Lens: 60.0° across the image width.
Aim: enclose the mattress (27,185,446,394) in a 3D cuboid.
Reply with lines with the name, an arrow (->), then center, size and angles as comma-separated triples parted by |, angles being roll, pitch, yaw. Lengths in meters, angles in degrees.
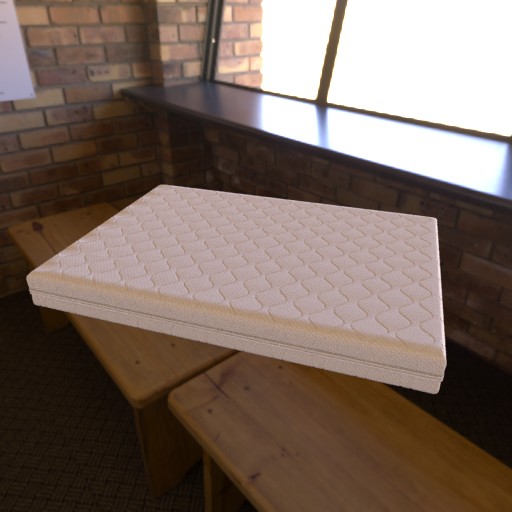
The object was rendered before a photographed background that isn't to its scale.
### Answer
mattress -> 0.000, 0.000, 2.576 | 2.000, 0.200, 1.400 | 9, 31, 16
